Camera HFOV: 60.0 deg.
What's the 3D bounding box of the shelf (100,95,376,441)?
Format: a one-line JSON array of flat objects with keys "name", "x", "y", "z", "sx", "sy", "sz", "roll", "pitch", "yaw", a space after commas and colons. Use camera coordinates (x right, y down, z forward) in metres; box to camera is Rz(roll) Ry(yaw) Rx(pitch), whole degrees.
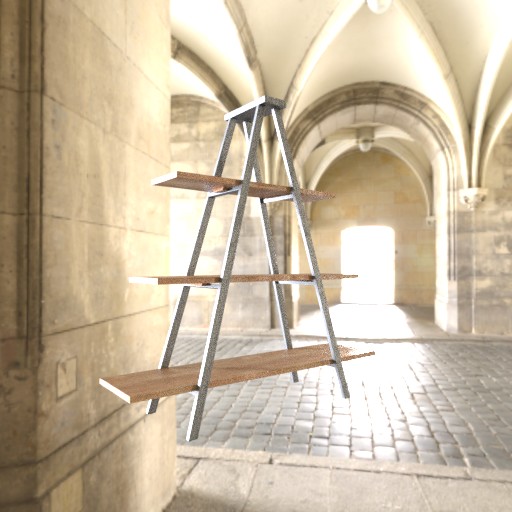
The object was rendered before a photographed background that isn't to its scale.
[{"name": "shelf", "x": 0.000, "y": 0.000, "z": 2.705, "sx": 1.746, "sy": 1.808, "sz": 0.508, "roll": 1, "pitch": -1, "yaw": -37}]
